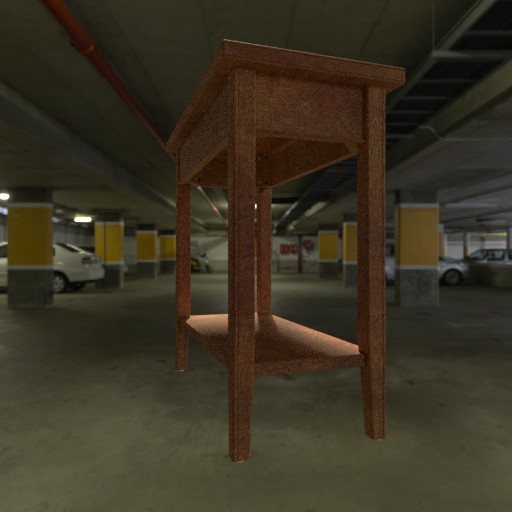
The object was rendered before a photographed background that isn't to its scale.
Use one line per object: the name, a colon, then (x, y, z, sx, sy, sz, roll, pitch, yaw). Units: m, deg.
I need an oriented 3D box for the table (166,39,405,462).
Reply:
table: (0.000, 0.000, 0.958, 0.305, 0.610, 0.610, 0, 0, -19)
